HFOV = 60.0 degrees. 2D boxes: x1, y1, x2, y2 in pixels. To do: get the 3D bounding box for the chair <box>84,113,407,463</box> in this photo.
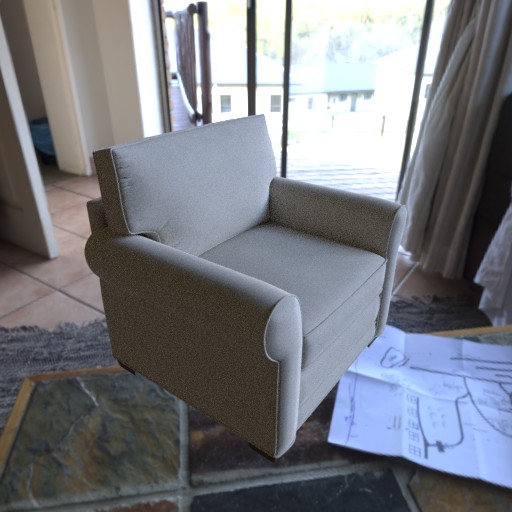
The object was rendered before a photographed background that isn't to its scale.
[{"bbox_3d":[0.000,0.000,1.765,0.863,0.955,1.040,19,32,32],"label":"chair"}]
